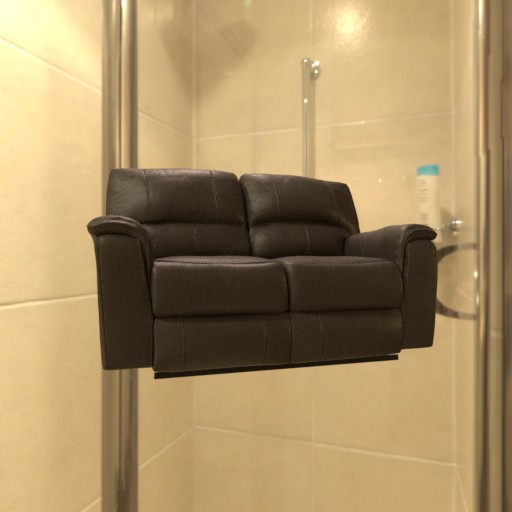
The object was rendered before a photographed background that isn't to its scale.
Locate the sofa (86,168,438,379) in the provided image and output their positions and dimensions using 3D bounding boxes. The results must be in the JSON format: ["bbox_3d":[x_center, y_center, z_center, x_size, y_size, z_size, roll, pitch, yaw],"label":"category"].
[{"bbox_3d":[0.000,0.000,2.529,1.765,1.111,1.104,0,0,-17],"label":"sofa"}]
